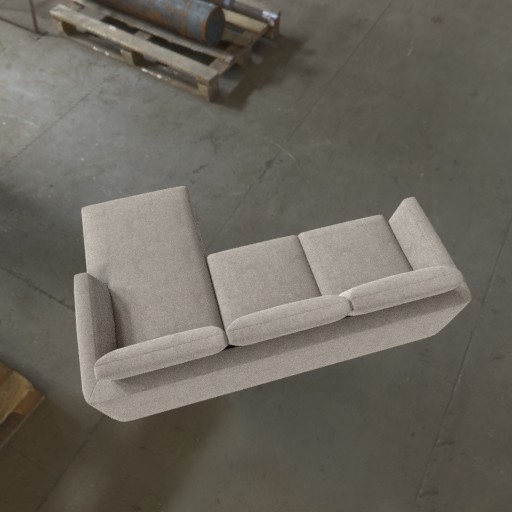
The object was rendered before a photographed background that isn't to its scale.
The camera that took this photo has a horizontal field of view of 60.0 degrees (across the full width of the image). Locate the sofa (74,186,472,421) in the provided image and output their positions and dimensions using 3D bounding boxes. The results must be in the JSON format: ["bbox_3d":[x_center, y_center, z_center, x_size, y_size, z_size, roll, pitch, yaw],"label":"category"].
[{"bbox_3d":[0.000,0.000,3.177,2.438,0.864,1.626,-13,59,-8],"label":"sofa"}]
